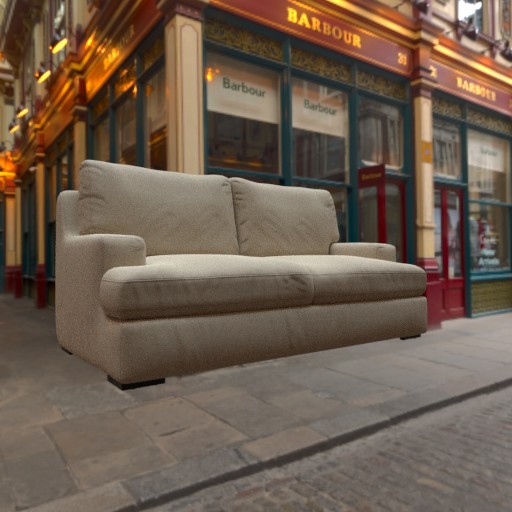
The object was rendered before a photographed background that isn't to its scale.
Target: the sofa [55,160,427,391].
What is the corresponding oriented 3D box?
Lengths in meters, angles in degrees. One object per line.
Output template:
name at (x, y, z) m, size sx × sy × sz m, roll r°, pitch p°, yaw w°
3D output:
sofa at (0.000, 0.000, 2.437) m, size 1.885 × 0.967 × 0.962 m, roll 0°, pitch -1°, yaw -36°
